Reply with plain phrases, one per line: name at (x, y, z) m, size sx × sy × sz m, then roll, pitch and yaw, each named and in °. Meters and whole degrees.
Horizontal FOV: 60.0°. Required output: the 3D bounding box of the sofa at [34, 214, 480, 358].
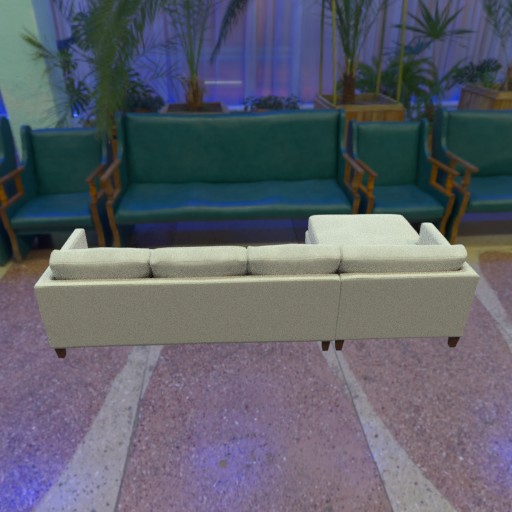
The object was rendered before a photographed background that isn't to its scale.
sofa at (0.000, 0.000, 3.950) m, size 3.186 × 0.861 × 1.625 m, roll -1°, pitch 30°, yaw -2°
